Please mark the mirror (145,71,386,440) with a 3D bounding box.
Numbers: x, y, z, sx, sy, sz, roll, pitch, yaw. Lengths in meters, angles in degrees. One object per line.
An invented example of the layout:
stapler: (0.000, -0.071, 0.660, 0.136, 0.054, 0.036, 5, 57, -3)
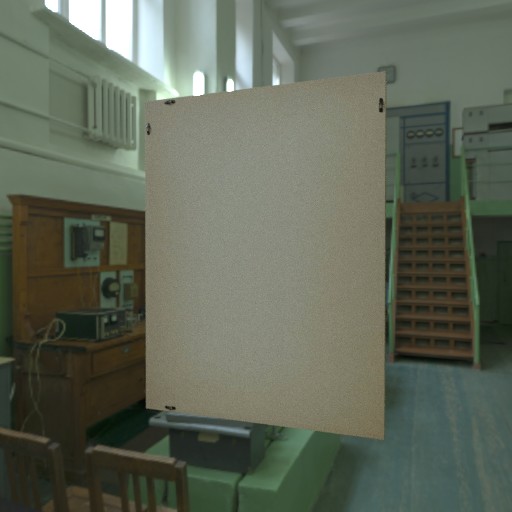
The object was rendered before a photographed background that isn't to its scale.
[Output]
mirror: (0.000, 0.000, 1.358, 0.762, 1.016, 0.040, 0, 1, 19)
